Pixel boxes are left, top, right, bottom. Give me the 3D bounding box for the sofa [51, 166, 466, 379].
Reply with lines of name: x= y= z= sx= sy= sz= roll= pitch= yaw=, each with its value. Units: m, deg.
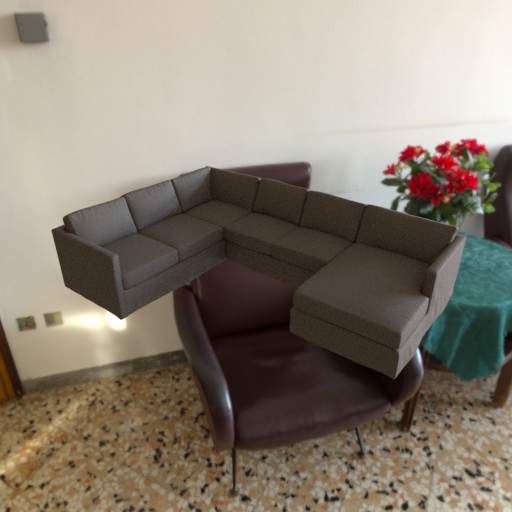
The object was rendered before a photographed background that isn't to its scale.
sofa: x=0.000 y=0.000 z=4.566 sx=3.460 sy=0.882 sz=2.427 roll=20 pitch=34 yaw=32
